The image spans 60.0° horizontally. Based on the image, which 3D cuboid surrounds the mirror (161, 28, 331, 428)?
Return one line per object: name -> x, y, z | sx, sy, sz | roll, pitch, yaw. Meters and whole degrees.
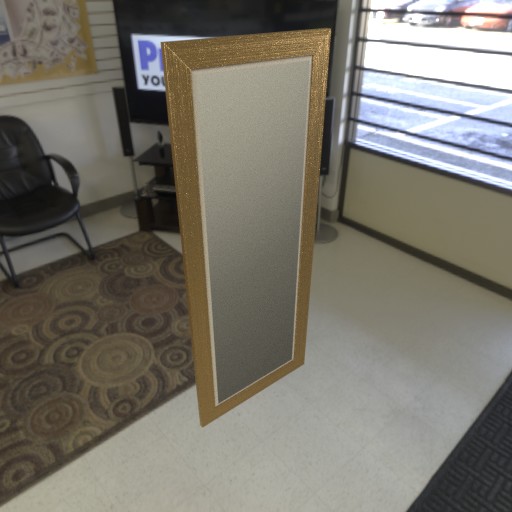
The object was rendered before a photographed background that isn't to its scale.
mirror -> 0.000, 0.000, 2.261 | 0.812, 2.031, 0.025 | -23, 39, -32
